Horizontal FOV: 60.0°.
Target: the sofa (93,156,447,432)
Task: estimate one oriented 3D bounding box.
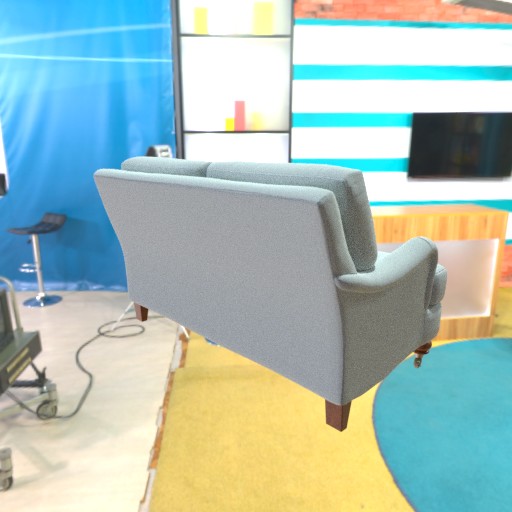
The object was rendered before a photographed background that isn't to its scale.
[{"bbox_3d":[0.000,0.000,2.560,1.084,1.101,1.853,-13,20,-42],"label":"sofa"}]
